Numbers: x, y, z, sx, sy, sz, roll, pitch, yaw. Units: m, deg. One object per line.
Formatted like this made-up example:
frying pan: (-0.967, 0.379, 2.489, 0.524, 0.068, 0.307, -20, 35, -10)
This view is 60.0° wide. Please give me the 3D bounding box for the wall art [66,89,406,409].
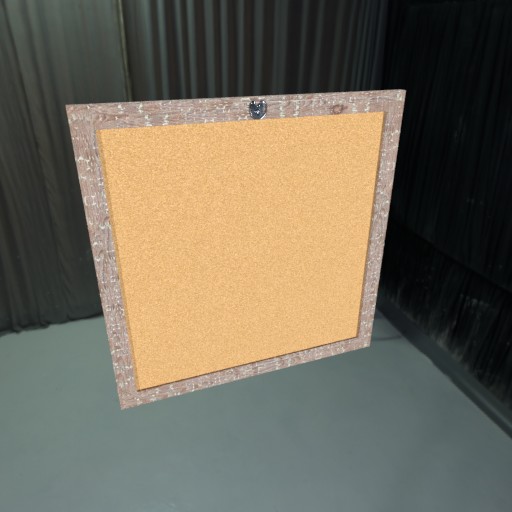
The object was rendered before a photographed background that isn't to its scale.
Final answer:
wall art: (0.000, 0.000, 0.565, 0.384, 0.384, 0.012, -9, 28, -18)
